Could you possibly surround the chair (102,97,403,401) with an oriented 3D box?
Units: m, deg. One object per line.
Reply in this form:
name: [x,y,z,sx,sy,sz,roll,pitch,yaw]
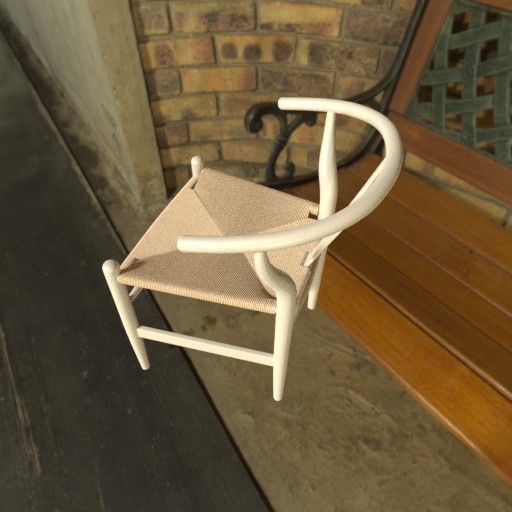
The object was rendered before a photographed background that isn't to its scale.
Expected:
chair: [0.000,0.000,1.149,0.579,0.730,0.569,16,48,14]
